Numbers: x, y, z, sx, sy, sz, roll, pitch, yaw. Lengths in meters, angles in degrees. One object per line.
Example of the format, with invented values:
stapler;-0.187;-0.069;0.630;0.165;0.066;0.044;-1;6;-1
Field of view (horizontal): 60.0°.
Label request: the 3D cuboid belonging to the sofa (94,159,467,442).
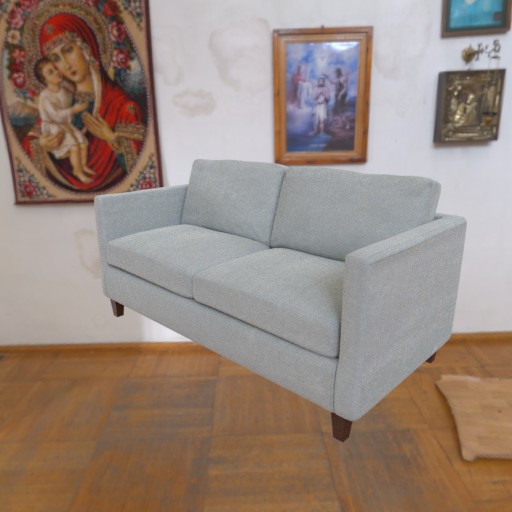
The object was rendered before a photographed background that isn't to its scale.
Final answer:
sofa;0.000;0.000;2.439;1.884;0.963;0.950;15;23;41
